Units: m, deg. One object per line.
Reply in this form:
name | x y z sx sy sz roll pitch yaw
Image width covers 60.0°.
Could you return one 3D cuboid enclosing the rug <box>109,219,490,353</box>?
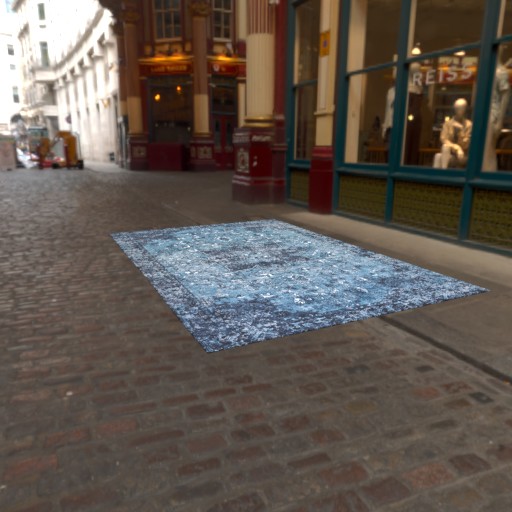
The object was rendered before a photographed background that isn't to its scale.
rug | 0.000 0.000 2.326 1.219 0.005 1.828 -7 17 -25
